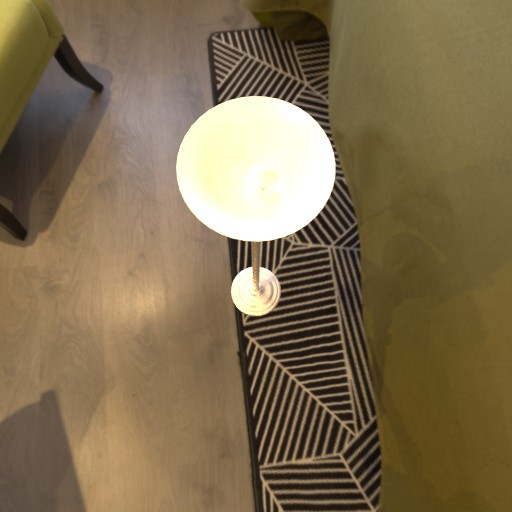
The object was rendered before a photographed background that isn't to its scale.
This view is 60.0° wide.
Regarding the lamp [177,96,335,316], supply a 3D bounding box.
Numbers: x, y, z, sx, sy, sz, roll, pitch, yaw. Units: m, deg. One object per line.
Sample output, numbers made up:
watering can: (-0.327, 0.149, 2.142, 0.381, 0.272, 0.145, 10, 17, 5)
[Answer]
lamp: (0.000, 0.000, 1.986, 0.405, 1.771, 0.405, -37, 78, -9)
